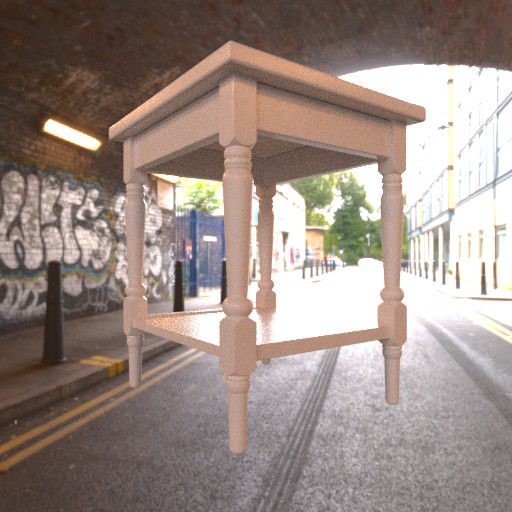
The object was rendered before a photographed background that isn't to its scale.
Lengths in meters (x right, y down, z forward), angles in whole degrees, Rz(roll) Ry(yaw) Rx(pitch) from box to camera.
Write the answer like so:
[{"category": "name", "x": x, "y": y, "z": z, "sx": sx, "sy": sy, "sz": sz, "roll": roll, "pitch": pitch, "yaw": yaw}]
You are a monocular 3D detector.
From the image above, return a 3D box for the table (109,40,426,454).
[{"category": "table", "x": 0.000, "y": 0.000, "z": 0.903, "sx": 0.442, "sy": 0.565, "sz": 0.488, "roll": 0, "pitch": 0, "yaw": -36}]
